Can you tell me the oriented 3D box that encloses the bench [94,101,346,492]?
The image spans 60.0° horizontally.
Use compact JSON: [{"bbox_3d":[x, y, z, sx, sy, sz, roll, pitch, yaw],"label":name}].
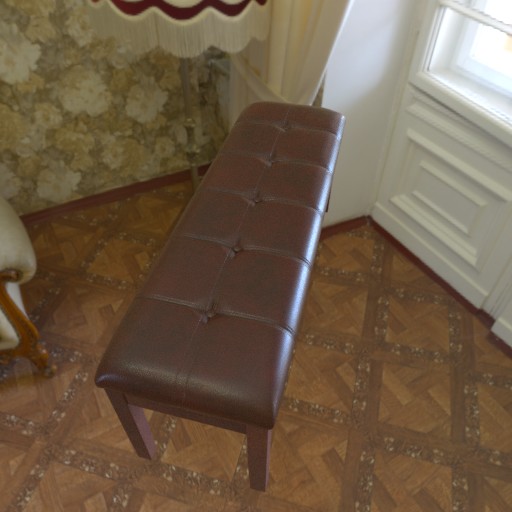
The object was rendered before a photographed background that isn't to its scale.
[{"bbox_3d":[0.000,0.000,1.452,0.401,0.491,1.259,10,46,10],"label":"bench"}]
